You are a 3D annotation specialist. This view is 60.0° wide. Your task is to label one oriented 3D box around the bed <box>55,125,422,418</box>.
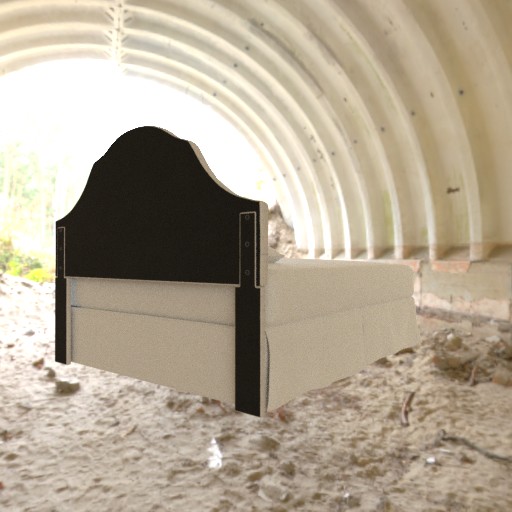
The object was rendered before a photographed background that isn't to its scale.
[{"bbox_3d":[0.000,0.000,3.757,2.039,1.617,2.477,0,0,37],"label":"bed"}]
